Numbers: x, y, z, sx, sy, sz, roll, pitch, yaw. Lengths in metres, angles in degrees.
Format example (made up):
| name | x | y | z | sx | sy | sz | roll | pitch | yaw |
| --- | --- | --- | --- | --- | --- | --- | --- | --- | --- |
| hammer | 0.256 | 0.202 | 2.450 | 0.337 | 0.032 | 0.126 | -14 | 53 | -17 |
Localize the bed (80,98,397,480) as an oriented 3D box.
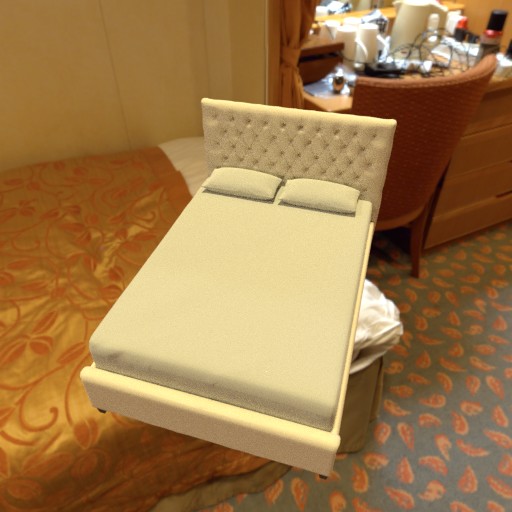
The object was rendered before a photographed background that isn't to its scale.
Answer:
| name | x | y | z | sx | sy | sz | roll | pitch | yaw |
| --- | --- | --- | --- | --- | --- | --- | --- | --- | --- |
| bed | 0.000 | 0.000 | 3.366 | 1.698 | 1.427 | 2.387 | 11 | 41 | 13 |
